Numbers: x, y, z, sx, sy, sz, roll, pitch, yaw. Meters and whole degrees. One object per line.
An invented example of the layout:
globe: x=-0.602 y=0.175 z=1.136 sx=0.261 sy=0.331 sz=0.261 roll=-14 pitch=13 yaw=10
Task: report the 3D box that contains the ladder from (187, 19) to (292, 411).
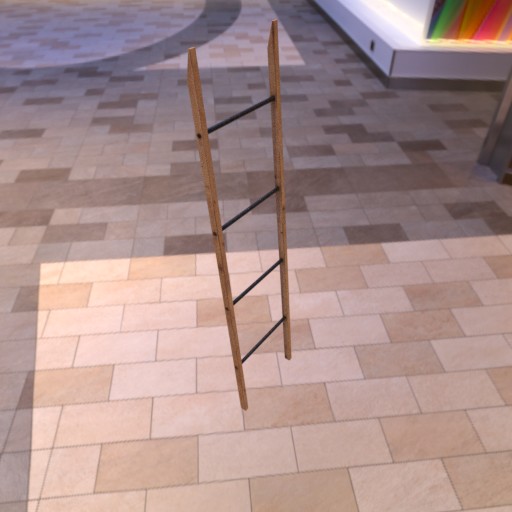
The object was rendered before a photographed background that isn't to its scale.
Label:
ladder: x=0.000 y=0.000 z=1.973 sx=0.200 sy=1.805 sz=0.442 roll=27 pitch=48 yaw=28
